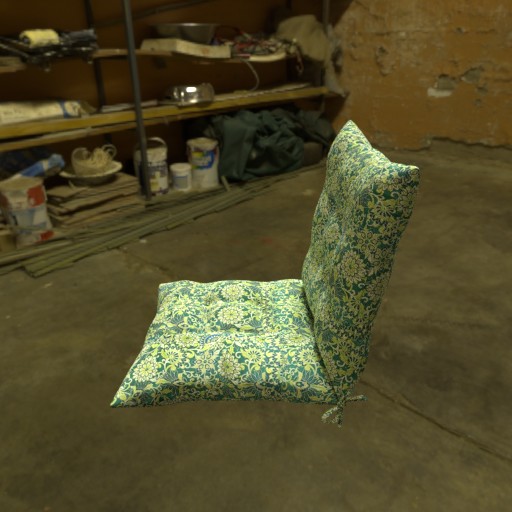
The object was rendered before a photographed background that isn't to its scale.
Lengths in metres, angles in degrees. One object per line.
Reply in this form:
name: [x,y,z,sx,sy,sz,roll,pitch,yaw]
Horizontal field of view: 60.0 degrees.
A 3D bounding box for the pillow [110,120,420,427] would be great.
pillow: [0.000,0.000,1.018,0.585,0.536,0.541,0,26,0]
